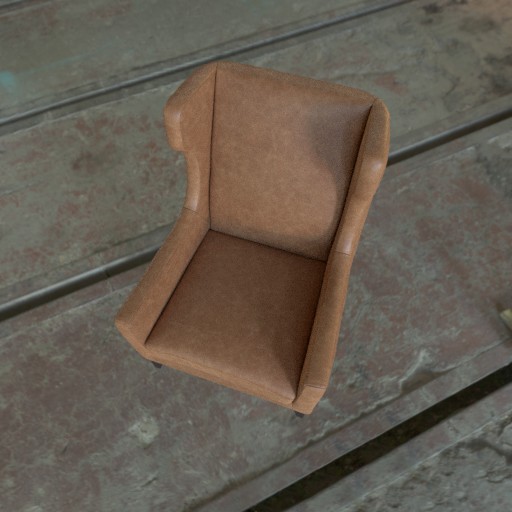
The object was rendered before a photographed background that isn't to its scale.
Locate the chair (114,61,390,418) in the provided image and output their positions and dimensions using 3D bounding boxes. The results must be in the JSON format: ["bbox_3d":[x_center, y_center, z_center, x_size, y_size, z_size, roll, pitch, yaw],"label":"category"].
[{"bbox_3d":[0.000,0.000,1.704,0.766,1.079,0.899,16,61,9],"label":"chair"}]
